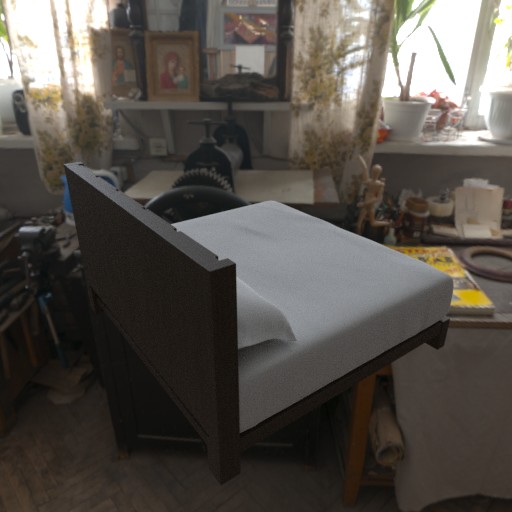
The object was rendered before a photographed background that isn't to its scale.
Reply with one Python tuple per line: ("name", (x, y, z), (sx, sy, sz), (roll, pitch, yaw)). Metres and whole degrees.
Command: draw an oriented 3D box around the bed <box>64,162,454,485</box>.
("bed", (0.000, 0.000, 3.356), (2.012, 1.270, 2.134), (-18, 31, -32))
